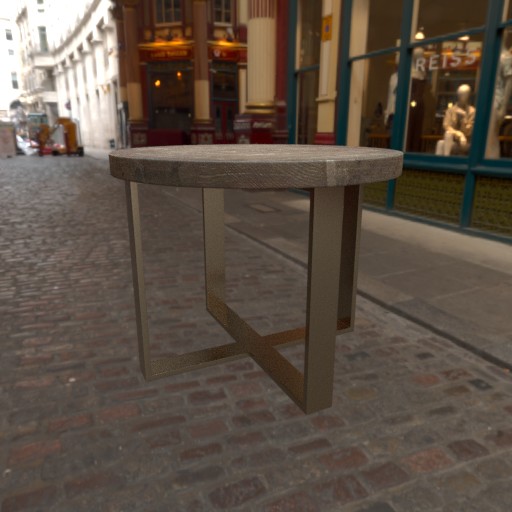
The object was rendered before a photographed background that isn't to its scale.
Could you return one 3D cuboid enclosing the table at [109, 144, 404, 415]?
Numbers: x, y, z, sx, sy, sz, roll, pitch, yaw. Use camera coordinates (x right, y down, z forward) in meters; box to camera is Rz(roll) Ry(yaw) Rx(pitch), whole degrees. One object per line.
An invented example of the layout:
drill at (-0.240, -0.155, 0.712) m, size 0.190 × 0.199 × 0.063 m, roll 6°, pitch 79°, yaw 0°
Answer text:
table at (0.000, 0.000, 0.941) m, size 0.557 × 0.437 × 0.557 m, roll 0°, pitch 16°, yaw 0°
